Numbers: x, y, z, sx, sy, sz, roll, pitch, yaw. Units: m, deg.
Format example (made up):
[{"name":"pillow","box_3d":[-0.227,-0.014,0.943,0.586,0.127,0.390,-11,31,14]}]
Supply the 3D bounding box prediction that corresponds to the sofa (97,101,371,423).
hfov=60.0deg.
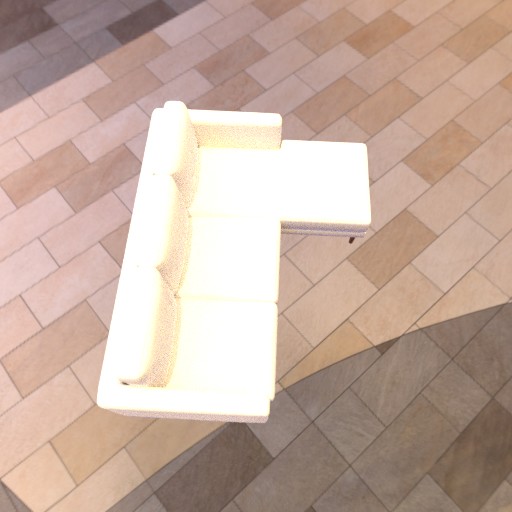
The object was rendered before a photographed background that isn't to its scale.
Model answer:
[{"name":"sofa","box_3d":[0.000,0.000,2.912,1.580,0.899,2.029,3,65,1]}]
